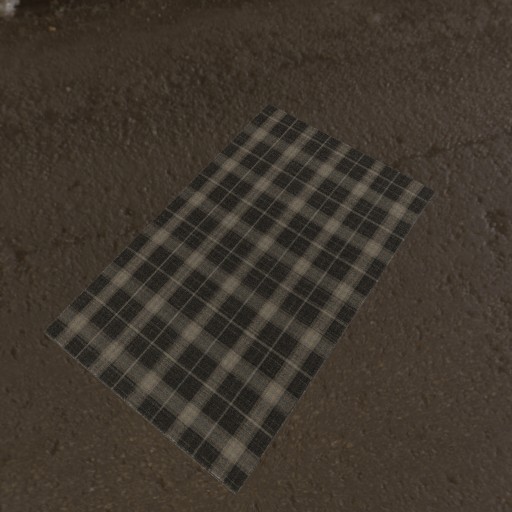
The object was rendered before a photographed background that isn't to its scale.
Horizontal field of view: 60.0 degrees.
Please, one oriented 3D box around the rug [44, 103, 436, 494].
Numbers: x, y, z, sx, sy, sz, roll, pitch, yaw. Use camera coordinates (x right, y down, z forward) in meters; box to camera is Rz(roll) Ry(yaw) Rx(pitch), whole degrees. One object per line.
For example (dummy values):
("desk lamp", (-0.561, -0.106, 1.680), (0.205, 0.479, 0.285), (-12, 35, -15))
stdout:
("rug", (0.000, 0.000, 3.009), (1.520, 0.015, 2.434), (33, 67, 16))
